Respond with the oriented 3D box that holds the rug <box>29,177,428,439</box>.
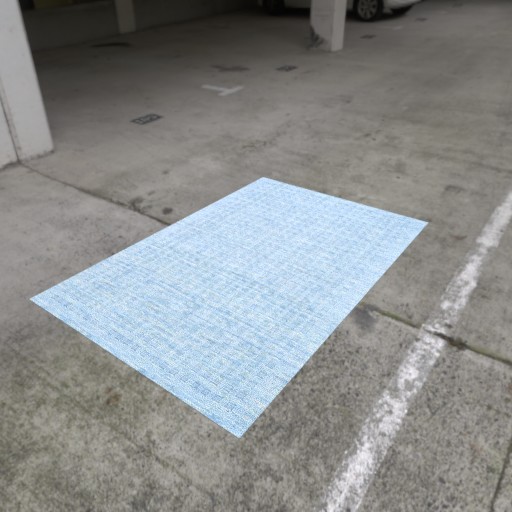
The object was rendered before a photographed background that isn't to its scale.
[{"bbox_3d":[0.000,0.000,2.921,1.522,0.006,2.286,21,38,30],"label":"rug"}]
